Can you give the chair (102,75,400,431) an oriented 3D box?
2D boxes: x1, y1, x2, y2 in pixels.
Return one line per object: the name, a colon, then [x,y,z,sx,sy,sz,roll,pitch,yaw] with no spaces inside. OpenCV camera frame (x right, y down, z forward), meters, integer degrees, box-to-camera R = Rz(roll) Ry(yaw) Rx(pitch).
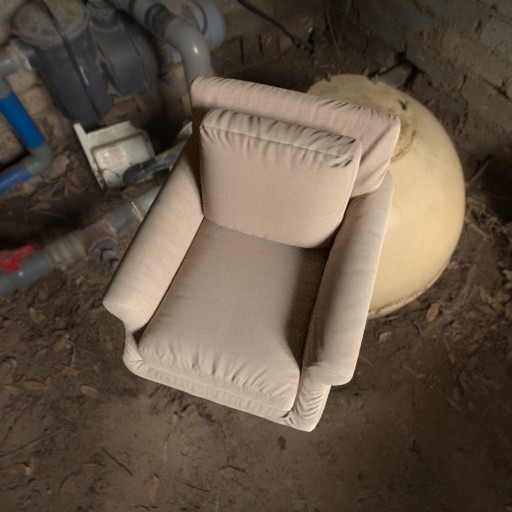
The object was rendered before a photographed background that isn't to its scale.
chair: [0.000,0.000,1.791,0.940,0.866,1.066,15,59,9]
